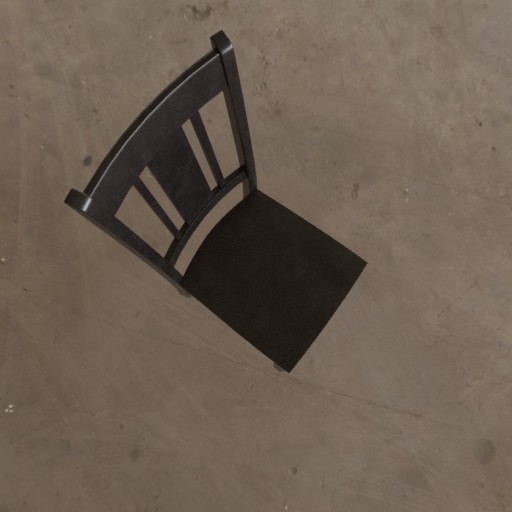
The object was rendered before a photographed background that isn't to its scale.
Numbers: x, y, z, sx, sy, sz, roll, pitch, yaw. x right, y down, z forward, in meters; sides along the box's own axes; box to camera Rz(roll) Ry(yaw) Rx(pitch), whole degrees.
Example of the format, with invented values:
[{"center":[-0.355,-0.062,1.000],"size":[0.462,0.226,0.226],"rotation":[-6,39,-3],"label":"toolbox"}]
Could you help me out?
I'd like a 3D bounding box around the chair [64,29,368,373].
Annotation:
[{"center":[0.000,0.000,1.266],"size":[0.555,0.998,0.450],"rotation":[36,79,8],"label":"chair"}]
